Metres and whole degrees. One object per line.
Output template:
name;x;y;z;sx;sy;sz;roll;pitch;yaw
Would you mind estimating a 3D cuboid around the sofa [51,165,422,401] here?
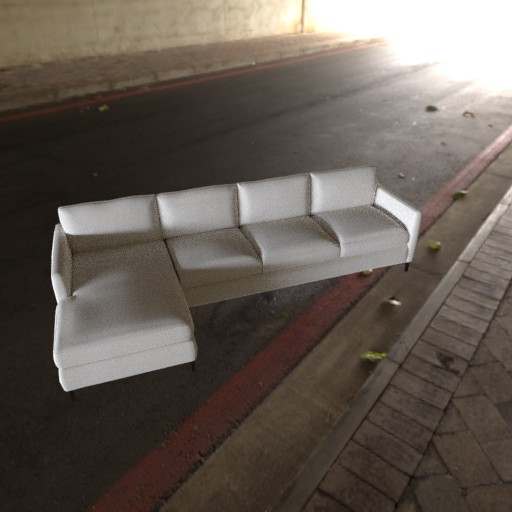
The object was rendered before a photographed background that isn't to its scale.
sofa;0.000;0.000;3.750;3.186;0.875;1.467;-11;33;-17
